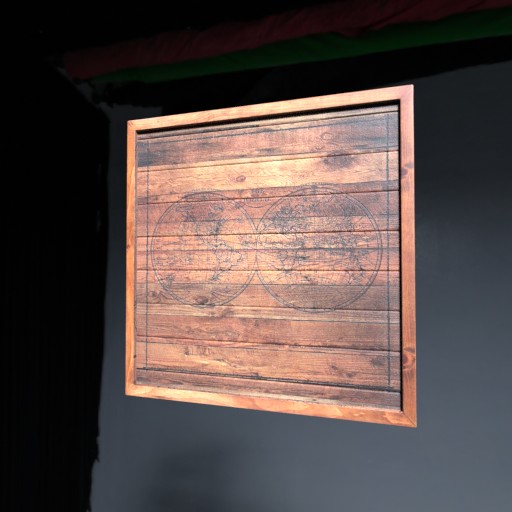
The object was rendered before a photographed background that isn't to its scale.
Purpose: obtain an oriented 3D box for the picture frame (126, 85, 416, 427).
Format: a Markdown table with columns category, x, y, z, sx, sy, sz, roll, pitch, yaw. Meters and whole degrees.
| category | x | y | z | sx | sy | sz | roll | pitch | yaw |
| --- | --- | --- | --- | --- | --- | --- | --- | --- | --- |
| picture frame | 0.000 | 0.000 | 1.200 | 0.810 | 0.817 | 0.029 | -1 | -2 | 19 |
